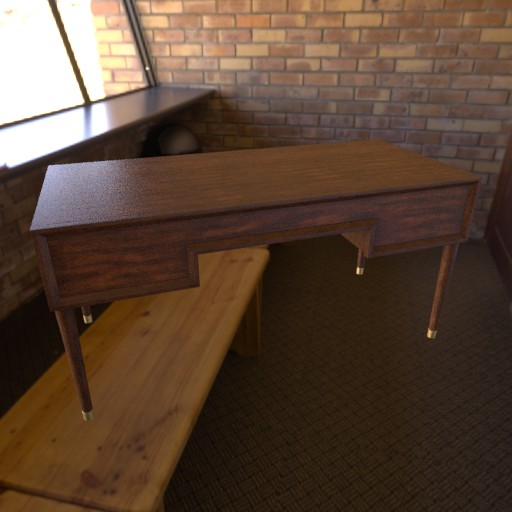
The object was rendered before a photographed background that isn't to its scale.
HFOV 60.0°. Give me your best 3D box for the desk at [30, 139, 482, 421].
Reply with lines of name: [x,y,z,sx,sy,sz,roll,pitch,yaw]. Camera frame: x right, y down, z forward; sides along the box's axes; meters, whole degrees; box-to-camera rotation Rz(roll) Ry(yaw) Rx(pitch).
desk: [0.000,0.000,1.937,1.575,0.762,0.724,-9,28,-17]
